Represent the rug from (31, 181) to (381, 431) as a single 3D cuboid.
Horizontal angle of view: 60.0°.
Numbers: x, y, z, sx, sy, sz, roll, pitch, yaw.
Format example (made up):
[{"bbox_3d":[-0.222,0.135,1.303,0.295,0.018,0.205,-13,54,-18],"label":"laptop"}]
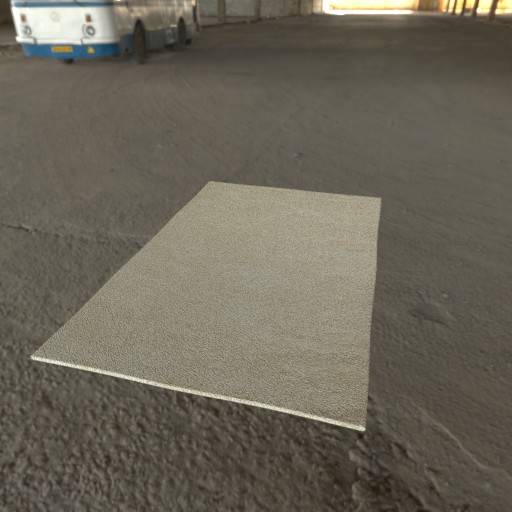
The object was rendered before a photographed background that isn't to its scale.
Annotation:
[{"bbox_3d":[0.000,0.000,2.842,1.500,0.025,2.346,8,31,13],"label":"rug"}]
